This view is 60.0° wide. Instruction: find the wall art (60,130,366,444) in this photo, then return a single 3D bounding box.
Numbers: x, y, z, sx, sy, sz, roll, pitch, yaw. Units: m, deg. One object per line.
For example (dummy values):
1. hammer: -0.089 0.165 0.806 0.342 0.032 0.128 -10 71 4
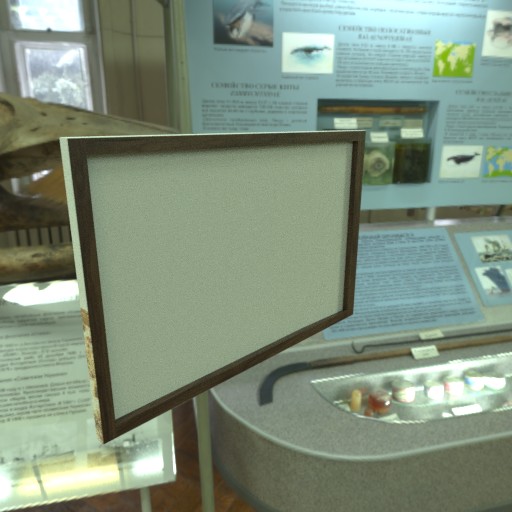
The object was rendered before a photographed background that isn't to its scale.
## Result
1. wall art: 0.000 0.000 1.897 1.520 1.016 0.051 -16 23 -42
